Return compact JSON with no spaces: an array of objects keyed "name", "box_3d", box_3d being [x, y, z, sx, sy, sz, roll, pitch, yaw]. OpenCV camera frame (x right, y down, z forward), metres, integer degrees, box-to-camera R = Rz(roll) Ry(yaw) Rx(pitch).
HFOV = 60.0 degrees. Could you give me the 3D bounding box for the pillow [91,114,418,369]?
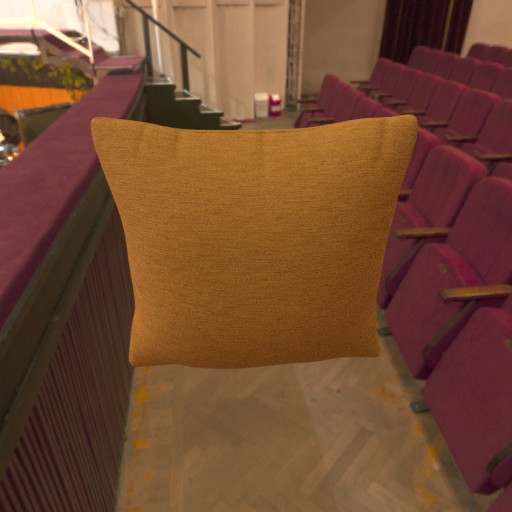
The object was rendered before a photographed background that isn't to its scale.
[{"name":"pillow","box_3d":[0.000,0.000,0.678,0.435,0.417,0.247,-1,29,-3]}]
